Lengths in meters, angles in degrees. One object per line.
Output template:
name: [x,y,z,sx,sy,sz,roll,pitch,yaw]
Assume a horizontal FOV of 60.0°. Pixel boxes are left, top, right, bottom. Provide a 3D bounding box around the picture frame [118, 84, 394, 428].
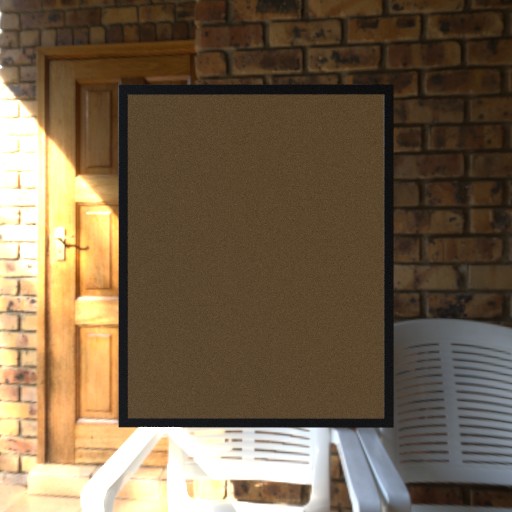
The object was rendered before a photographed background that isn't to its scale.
picture frame: [0.000,0.000,0.702,0.421,0.526,0.046,0,0,0]
